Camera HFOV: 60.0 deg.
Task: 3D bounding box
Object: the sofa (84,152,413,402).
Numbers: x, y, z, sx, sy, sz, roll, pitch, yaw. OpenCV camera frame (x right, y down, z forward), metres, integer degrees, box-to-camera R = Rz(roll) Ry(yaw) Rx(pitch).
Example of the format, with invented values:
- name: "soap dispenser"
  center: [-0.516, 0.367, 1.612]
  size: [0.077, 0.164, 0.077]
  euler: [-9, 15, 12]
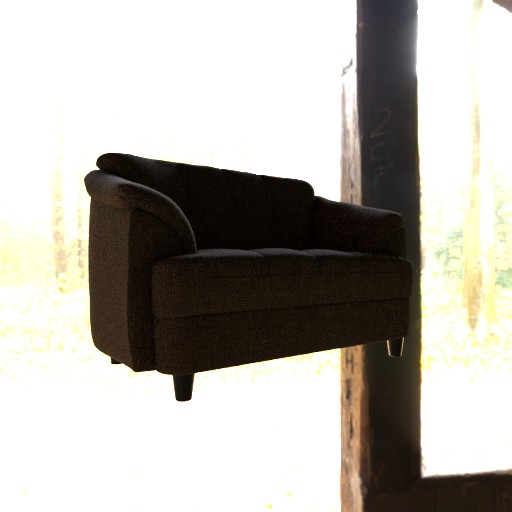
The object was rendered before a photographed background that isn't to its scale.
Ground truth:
- name: "sofa"
  center: [0.000, 0.000, 1.949]
  size: [1.404, 0.895, 0.799]
  euler: [0, -1, -37]
